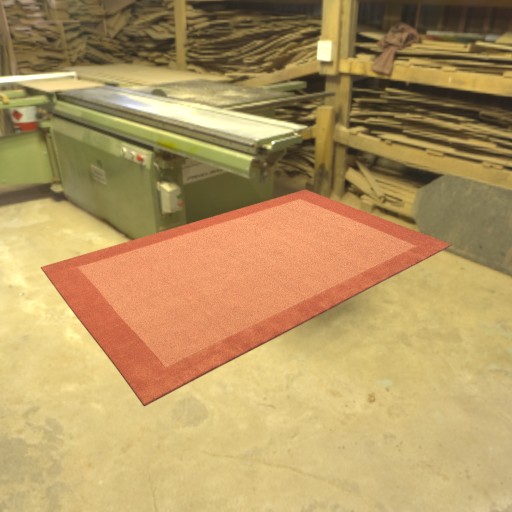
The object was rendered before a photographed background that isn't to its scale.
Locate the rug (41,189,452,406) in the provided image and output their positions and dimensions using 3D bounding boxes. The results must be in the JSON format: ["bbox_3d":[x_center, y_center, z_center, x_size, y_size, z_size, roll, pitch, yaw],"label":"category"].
[{"bbox_3d":[0.000,0.000,3.078,2.438,0.014,1.524,-21,34,-34],"label":"rug"}]
